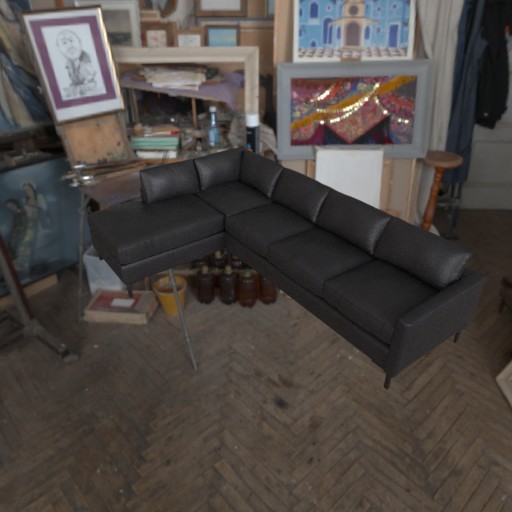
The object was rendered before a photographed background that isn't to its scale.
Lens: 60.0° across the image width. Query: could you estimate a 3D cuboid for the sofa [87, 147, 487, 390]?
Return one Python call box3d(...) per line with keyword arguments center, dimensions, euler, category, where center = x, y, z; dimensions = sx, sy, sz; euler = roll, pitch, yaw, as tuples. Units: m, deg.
box3d(center=(0.000, 0.000, 3.799), dimensions=(1.938, 0.877, 2.984), euler=(-21, 38, -30), category="sofa")
